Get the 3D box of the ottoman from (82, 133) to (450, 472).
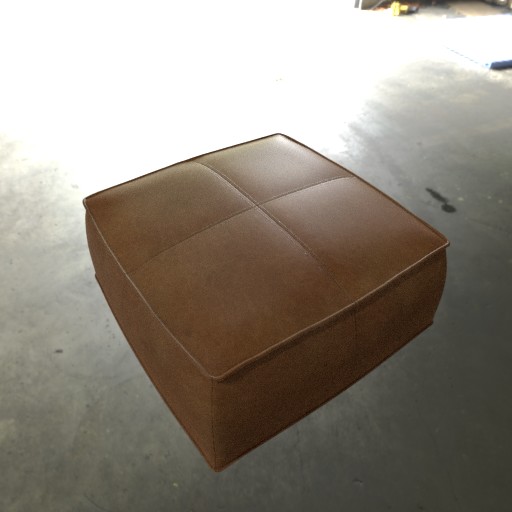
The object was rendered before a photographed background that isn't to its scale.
[{"bbox_3d":[0.000,0.000,1.418,0.901,0.395,0.902,-25,48,-25],"label":"ottoman"}]
